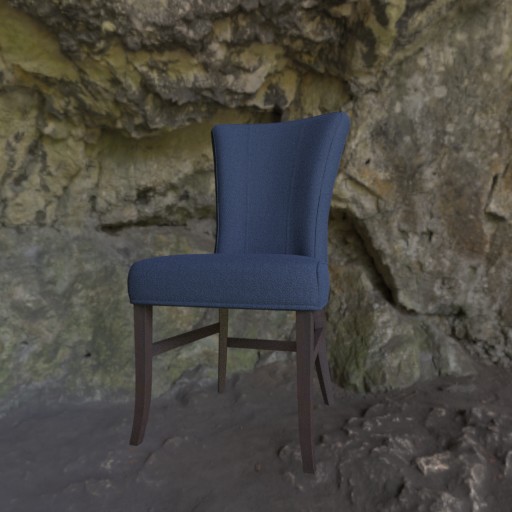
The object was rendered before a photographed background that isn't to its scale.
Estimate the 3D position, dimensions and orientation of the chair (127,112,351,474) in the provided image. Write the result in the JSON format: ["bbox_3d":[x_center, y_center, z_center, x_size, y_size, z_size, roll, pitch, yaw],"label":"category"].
[{"bbox_3d":[0.000,0.000,1.374,0.520,0.991,0.660,0,0,19],"label":"chair"}]
